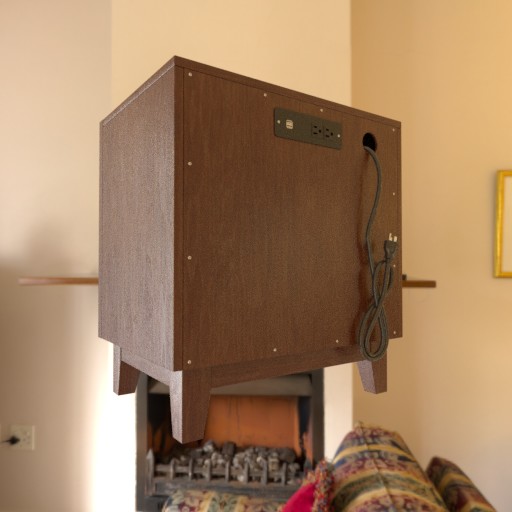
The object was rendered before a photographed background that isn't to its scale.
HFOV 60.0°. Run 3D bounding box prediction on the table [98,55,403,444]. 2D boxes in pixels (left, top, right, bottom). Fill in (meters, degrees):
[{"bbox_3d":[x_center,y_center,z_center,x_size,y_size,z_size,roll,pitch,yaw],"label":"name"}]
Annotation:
[{"bbox_3d":[0.000,0.000,0.983,0.557,0.609,0.449,1,-1,-35],"label":"table"}]
